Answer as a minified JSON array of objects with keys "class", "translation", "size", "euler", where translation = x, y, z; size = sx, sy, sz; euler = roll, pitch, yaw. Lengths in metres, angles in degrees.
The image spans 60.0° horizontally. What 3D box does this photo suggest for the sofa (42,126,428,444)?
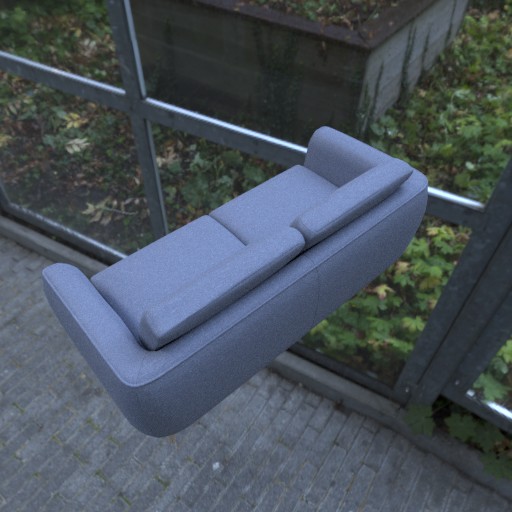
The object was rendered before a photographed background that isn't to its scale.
[{"class":"sofa","translation":[0.000,0.000,2.480],"size":[2.000,0.870,0.920],"euler":[-33,55,-27]}]
